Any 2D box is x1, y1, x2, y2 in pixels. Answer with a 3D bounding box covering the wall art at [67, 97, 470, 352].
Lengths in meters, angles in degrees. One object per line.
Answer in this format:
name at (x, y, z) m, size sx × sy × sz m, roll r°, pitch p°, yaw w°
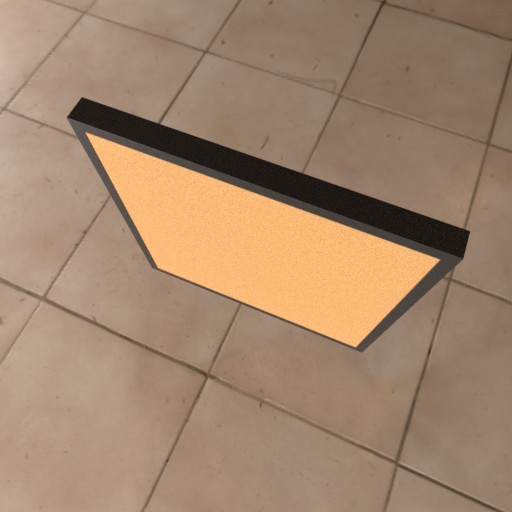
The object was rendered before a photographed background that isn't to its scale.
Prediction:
wall art at (0.000, 0.000, 0.761) m, size 0.506 × 0.506 × 0.037 m, roll 21°, pitch 68°, yaw 9°
